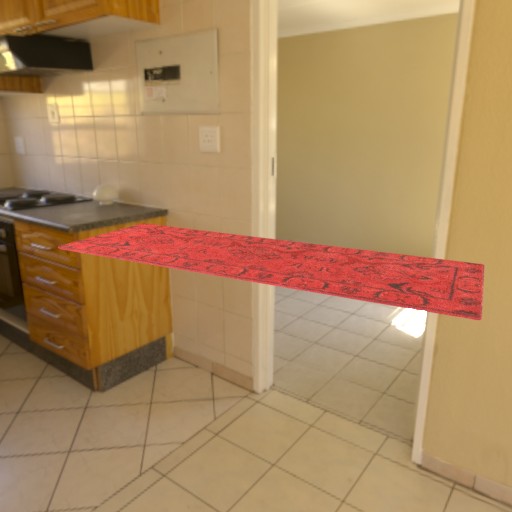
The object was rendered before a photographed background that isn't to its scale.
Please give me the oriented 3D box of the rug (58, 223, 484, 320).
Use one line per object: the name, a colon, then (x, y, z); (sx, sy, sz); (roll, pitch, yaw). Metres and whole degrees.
rug: (0.000, 0.000, 2.650); (2.439, 0.018, 0.813); (8, 18, 26)
